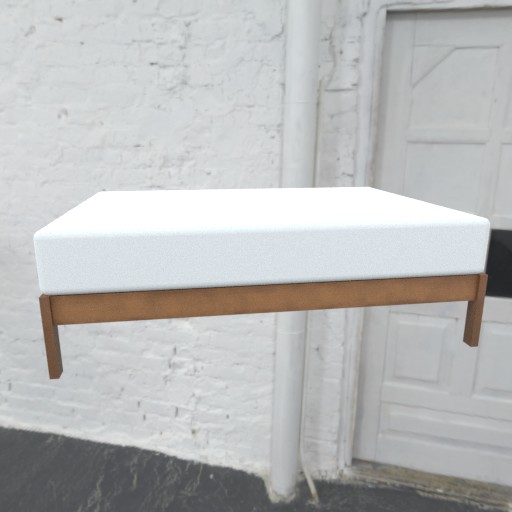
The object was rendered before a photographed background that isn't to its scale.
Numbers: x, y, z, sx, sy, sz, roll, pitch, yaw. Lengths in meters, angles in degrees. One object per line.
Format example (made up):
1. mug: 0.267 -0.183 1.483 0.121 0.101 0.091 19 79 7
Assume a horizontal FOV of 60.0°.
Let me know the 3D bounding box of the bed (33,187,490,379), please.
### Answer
1. bed: 0.000 0.000 2.529 1.927 0.616 1.348 -2 15 -9
